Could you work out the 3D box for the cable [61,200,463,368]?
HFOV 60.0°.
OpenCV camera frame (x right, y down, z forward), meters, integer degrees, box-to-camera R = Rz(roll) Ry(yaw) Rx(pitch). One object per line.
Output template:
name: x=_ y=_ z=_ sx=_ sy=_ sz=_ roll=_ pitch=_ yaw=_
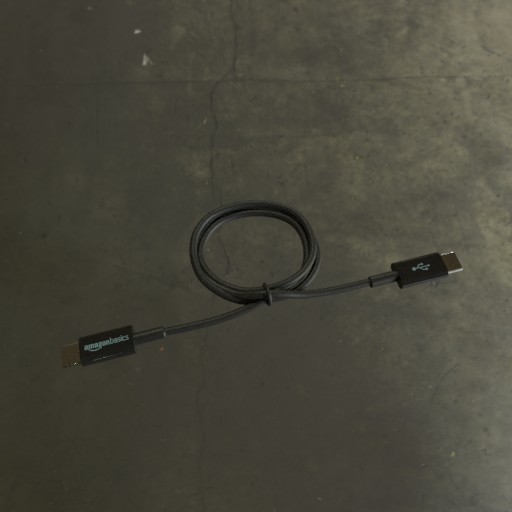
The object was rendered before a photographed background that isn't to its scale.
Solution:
cable: x=0.000 y=0.000 z=0.229 sx=0.203 sy=0.014 sz=0.070 roll=-13 pitch=65 yaw=-6
